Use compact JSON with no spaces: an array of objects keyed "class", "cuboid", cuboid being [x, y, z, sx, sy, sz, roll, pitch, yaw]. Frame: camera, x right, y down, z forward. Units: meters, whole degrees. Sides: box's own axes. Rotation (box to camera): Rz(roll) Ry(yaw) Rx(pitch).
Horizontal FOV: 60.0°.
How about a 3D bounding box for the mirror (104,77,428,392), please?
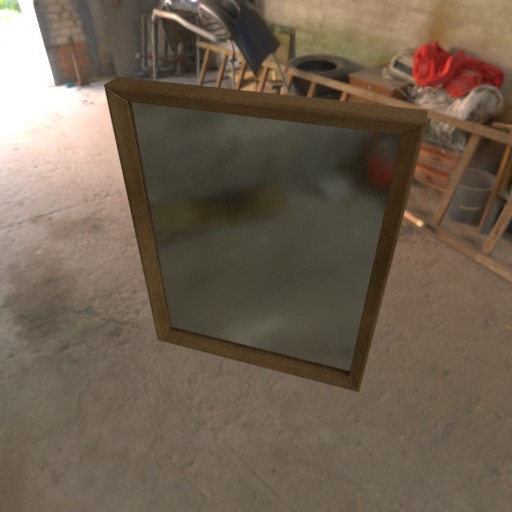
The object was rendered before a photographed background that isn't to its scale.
[{"class":"mirror","cuboid":[0.000,0.000,0.707,0.406,0.509,0.041,11,40,14]}]
